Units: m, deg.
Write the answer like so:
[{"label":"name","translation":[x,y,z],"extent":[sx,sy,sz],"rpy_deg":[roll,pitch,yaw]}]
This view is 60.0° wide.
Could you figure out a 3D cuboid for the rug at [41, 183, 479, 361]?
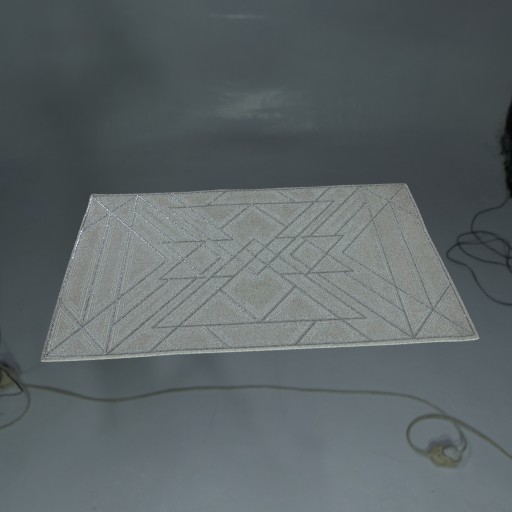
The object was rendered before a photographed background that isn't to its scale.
[{"label":"rug","translation":[0.000,0.000,1.044],"extent":[0.869,0.008,0.511],"rpy_deg":[-2,47,-2]}]
